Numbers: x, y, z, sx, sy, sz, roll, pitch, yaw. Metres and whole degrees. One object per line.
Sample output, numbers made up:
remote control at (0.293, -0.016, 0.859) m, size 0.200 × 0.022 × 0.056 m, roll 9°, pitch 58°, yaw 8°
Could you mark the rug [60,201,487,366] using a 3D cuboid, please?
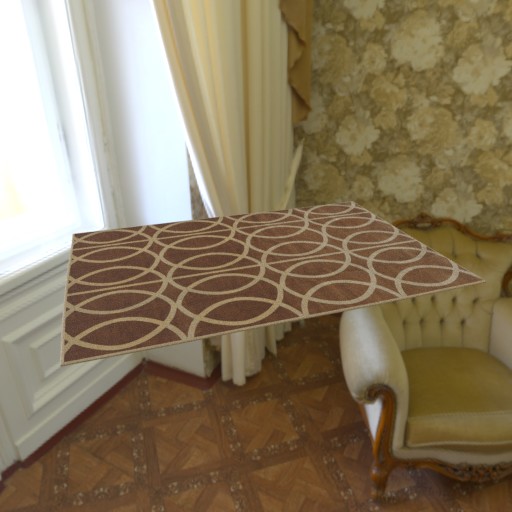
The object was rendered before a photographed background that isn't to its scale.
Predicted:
rug at (0.000, 0.000, 2.859) m, size 2.294 × 0.014 × 1.528 m, roll -8°, pitch 27°, yaw -17°
